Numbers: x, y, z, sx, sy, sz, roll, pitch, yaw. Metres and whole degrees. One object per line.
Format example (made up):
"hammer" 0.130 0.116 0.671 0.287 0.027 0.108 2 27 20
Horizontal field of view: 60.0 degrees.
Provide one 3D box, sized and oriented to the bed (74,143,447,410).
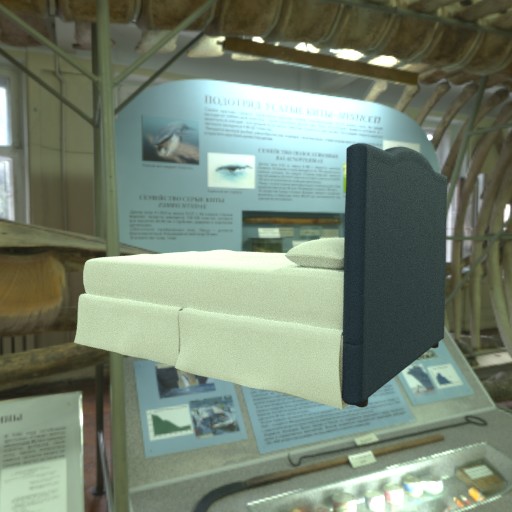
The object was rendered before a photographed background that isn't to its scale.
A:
"bed" 0.000 0.000 3.574 2.507 1.441 1.741 2 4 36
